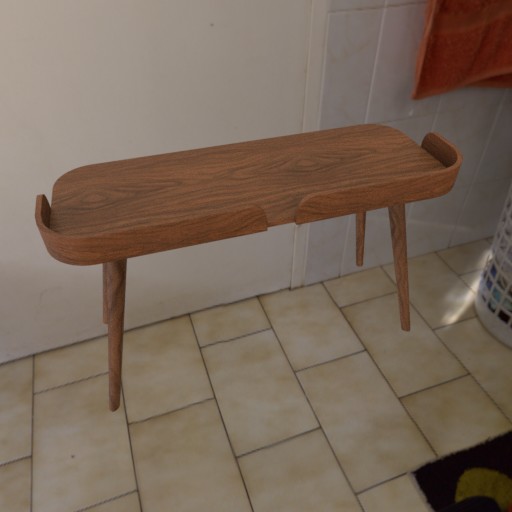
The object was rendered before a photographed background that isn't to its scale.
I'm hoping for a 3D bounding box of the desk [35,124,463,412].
[{"bbox_3d":[0.000,0.000,1.620,1.256,0.800,0.486,-12,43,-13],"label":"desk"}]
